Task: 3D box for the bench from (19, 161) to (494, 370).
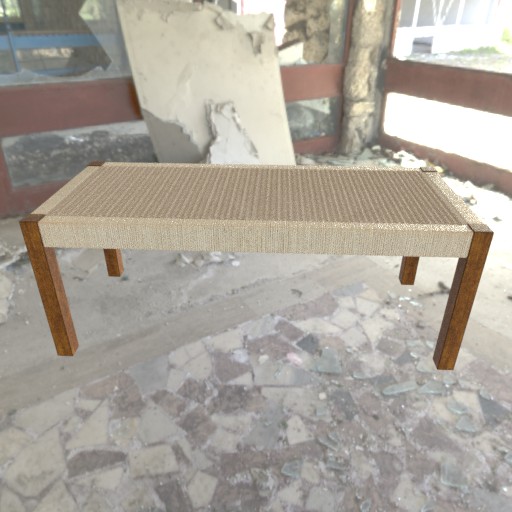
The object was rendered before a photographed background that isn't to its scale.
[{"bbox_3d":[0.000,0.000,1.447,1.198,0.457,0.507,1,30,3],"label":"bench"}]
